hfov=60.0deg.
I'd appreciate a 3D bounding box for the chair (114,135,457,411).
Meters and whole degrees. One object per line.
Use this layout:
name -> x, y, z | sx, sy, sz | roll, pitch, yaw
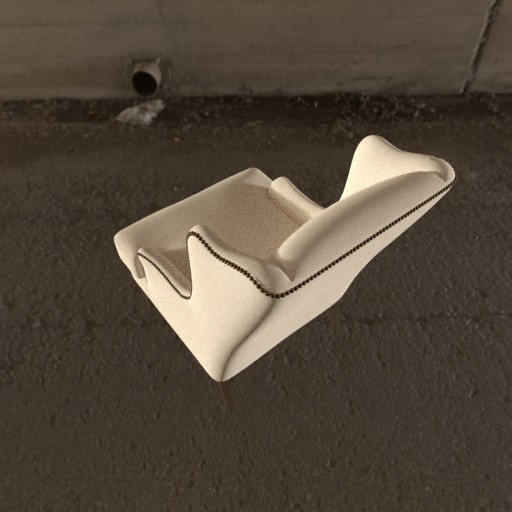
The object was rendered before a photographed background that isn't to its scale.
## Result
chair -> 0.000, 0.000, 1.642 | 0.737, 1.029, 0.940 | -31, 54, -25
